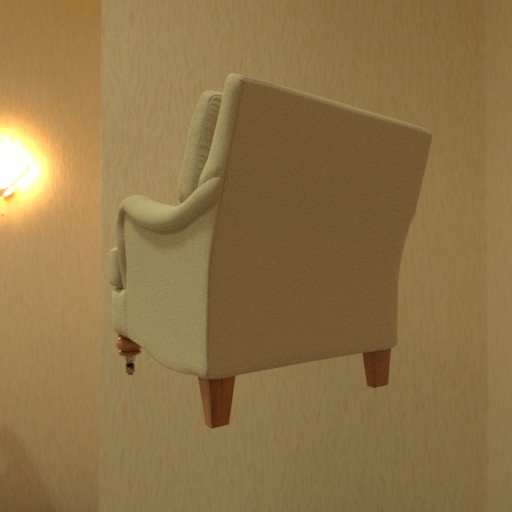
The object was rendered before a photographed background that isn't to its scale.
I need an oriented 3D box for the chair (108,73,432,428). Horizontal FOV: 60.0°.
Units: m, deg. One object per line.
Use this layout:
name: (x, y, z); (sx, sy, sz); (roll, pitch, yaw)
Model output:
chair: (0.000, 0.000, 1.819); (0.955, 1.038, 1.070); (1, -1, -36)
